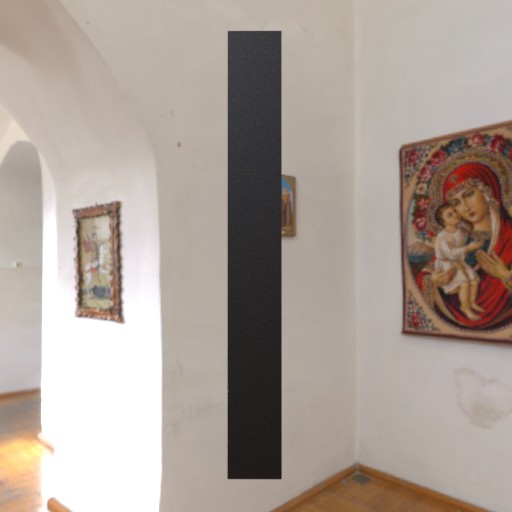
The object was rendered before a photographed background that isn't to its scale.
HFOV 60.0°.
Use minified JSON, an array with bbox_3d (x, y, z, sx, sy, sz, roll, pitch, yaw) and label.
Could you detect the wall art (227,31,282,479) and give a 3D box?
[{"bbox_3d":[0.000,0.000,0.451,0.037,0.303,0.304,0,0,0],"label":"wall art"}]
